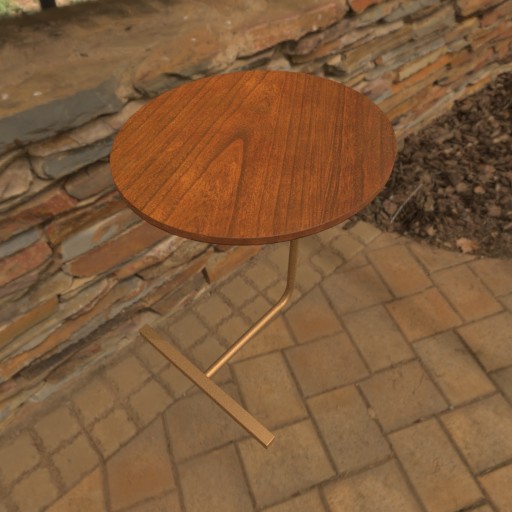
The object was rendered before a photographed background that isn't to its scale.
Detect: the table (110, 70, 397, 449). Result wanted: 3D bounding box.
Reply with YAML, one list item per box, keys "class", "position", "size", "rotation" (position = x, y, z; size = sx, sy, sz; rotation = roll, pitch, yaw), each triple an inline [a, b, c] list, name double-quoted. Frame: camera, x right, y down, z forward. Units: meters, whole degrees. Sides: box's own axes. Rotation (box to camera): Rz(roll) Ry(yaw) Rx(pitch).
- class: "table"
  position: [0.000, 0.000, 1.134]
  size: [0.530, 0.706, 0.577]
  rotation: [33, 56, 26]
